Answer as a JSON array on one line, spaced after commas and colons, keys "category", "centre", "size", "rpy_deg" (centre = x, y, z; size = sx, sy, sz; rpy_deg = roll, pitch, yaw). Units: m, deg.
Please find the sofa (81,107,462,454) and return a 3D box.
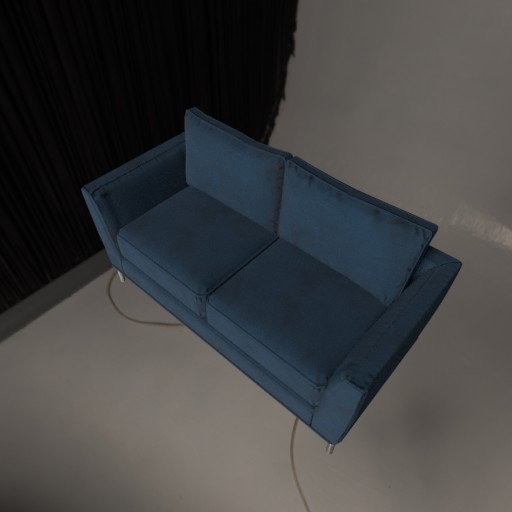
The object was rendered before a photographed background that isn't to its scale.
[{"category": "sofa", "centre": [0.000, 0.000, 2.358], "size": [1.770, 1.002, 0.853], "rpy_deg": [33, 55, 27]}]
